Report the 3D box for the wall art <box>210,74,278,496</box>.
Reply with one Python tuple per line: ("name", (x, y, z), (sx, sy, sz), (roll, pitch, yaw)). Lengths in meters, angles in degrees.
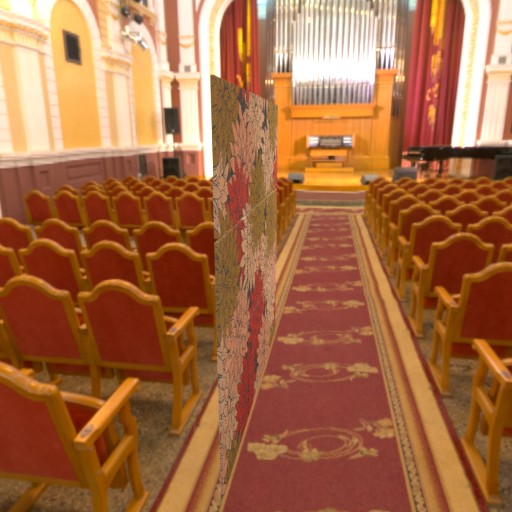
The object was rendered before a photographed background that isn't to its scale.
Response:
("wall art", (0.000, 0.000, 2.246), (0.013, 1.534, 1.519), (3, 16, 10))
